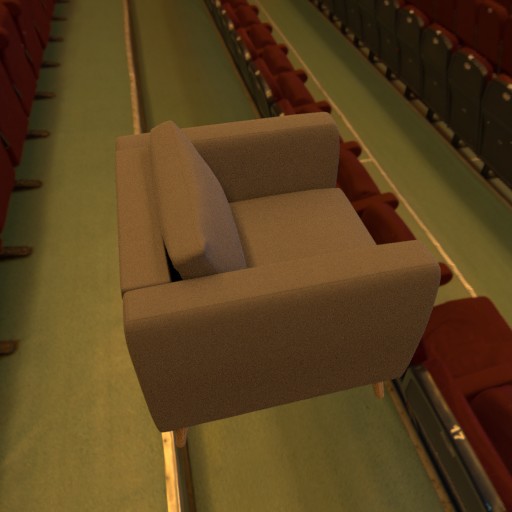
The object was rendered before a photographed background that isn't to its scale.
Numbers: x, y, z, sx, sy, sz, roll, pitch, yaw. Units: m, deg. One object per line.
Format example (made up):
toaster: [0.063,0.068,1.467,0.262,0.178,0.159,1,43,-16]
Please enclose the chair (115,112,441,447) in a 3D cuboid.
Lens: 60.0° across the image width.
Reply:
chair: [0.000,0.000,1.710,0.930,0.860,1.000,-10,47,-10]
